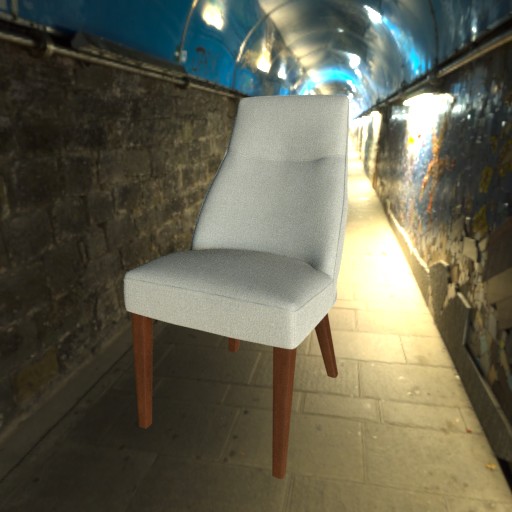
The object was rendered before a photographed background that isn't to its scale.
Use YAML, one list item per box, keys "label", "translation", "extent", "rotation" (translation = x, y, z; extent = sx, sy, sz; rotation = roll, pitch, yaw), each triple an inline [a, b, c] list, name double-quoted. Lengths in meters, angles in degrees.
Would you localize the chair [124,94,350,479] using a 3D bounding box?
- label: "chair"
  translation: [0.000, 0.000, 1.321]
  extent: [0.500, 0.930, 0.620]
  rotation: [8, 19, 25]
